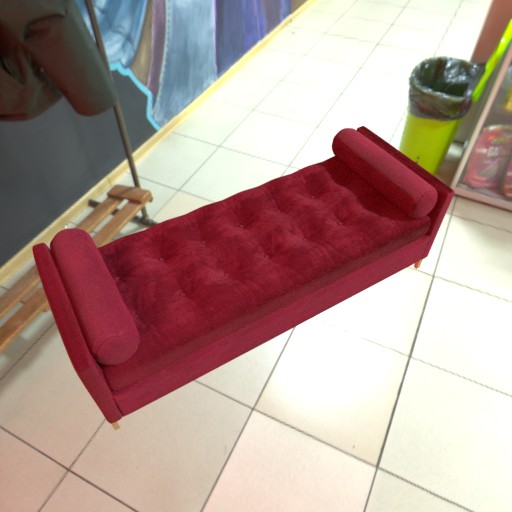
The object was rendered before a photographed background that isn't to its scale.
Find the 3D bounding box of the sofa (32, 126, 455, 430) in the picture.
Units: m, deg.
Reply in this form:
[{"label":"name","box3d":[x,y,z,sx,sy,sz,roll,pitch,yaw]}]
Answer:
[{"label":"sofa","box3d":[0.000,0.000,2.492,2.102,0.705,0.796,-24,52,-20]}]
